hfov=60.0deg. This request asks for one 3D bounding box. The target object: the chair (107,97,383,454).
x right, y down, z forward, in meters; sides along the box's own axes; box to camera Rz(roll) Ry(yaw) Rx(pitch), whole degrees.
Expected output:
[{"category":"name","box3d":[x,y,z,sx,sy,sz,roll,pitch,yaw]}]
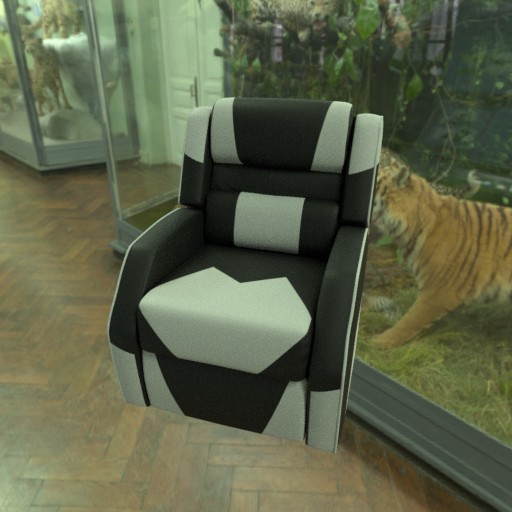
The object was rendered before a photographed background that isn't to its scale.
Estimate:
[{"category":"chair","box3d":[0.000,0.000,1.294,0.620,0.805,0.672,8,27,15]}]
